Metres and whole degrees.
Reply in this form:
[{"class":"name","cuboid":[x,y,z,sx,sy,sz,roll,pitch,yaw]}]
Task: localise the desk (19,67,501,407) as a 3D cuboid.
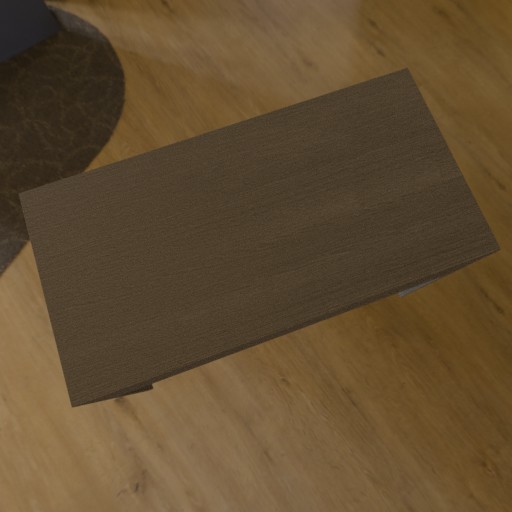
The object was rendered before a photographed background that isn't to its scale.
[{"class":"desk","cuboid":[0.000,0.000,1.477,1.099,0.729,0.557,-19,77,-5]}]
